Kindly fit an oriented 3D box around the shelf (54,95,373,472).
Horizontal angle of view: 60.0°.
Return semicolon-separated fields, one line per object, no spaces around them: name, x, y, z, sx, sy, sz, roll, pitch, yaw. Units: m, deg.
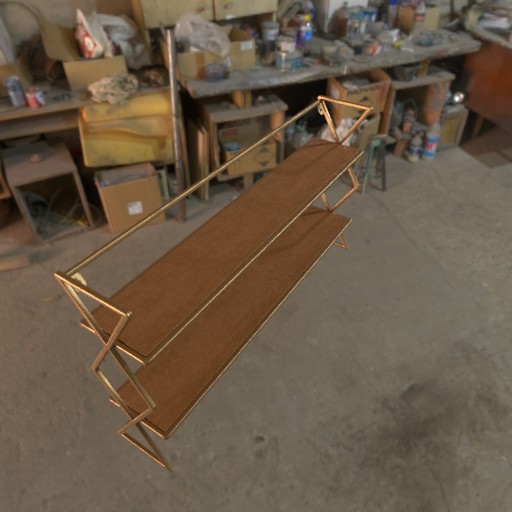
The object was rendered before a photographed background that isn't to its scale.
shelf;0.000;0.000;1.005;0.150;0.450;0.822;23;45;25
